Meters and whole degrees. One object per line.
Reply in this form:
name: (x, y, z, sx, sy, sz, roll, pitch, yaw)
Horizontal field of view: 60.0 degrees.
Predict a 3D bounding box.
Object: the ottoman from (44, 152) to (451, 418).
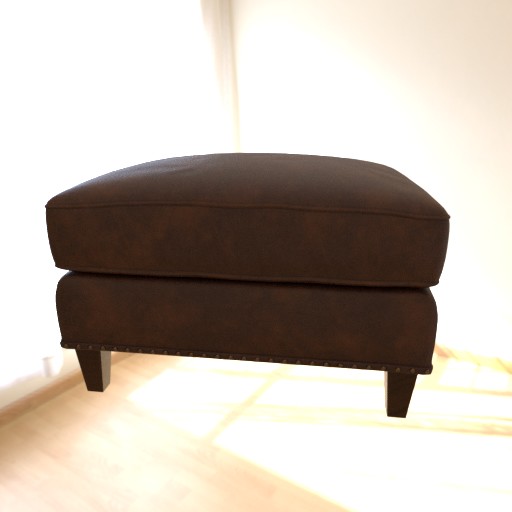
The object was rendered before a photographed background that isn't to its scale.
ottoman: (0.000, 0.000, 1.090, 0.742, 0.486, 0.586, 2, 18, 7)
